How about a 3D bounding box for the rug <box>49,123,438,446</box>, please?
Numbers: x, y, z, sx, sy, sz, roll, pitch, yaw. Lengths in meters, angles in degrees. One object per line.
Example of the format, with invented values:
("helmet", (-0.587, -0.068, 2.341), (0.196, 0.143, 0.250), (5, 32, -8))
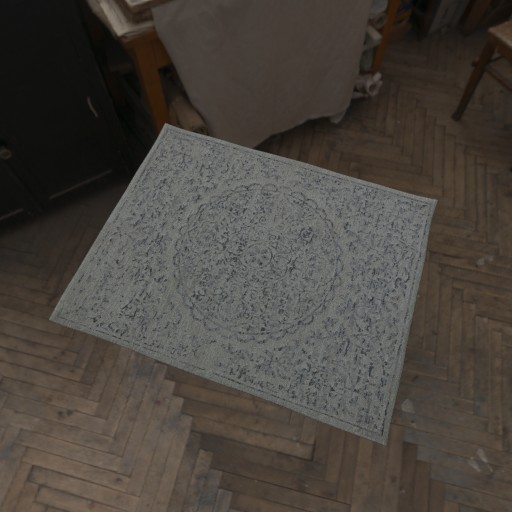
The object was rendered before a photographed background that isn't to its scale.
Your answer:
("rug", (0.000, 0.000, 4.036), (2.925, 0.026, 2.343), (18, 64, 9))
